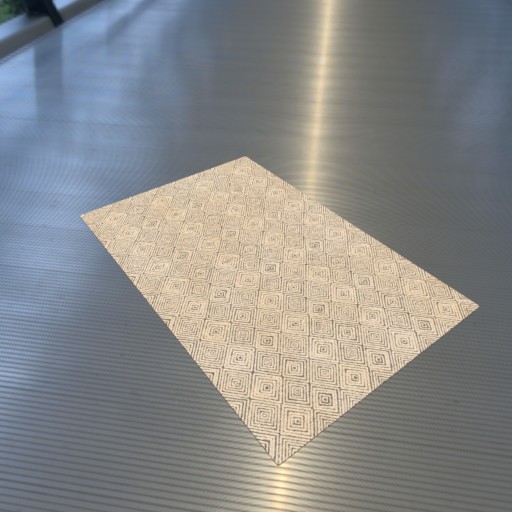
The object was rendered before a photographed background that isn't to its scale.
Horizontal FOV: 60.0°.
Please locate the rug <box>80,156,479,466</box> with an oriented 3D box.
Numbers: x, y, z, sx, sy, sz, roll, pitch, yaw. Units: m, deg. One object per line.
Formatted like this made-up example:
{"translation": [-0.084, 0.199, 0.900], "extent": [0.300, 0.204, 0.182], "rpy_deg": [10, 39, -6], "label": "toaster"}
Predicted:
{"translation": [0.000, 0.000, 2.265], "extent": [1.175, 0.008, 1.783], "rpy_deg": [-26, 47, -28], "label": "rug"}
